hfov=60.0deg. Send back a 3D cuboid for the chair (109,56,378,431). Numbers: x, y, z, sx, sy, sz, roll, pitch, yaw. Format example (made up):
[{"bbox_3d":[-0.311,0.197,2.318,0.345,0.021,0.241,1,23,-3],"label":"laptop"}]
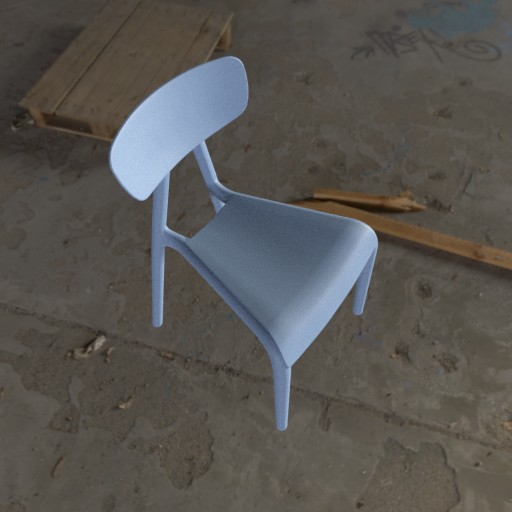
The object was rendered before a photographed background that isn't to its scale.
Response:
[{"bbox_3d":[0.000,0.000,0.839,0.401,0.580,0.356,32,63,19],"label":"chair"}]
